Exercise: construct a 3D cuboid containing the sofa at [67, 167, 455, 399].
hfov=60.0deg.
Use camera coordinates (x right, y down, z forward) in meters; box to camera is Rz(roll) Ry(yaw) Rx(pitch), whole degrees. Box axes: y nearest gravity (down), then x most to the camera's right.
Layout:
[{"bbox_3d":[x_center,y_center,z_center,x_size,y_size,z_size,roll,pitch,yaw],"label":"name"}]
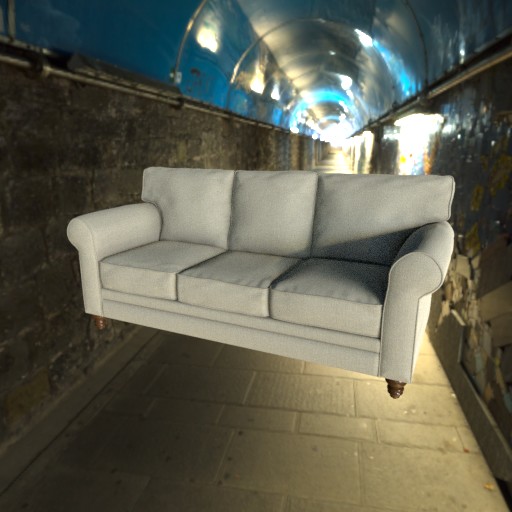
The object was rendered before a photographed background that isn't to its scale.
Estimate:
[{"bbox_3d":[0.000,0.000,2.588,2.084,0.961,0.916,7,16,25],"label":"sofa"}]
